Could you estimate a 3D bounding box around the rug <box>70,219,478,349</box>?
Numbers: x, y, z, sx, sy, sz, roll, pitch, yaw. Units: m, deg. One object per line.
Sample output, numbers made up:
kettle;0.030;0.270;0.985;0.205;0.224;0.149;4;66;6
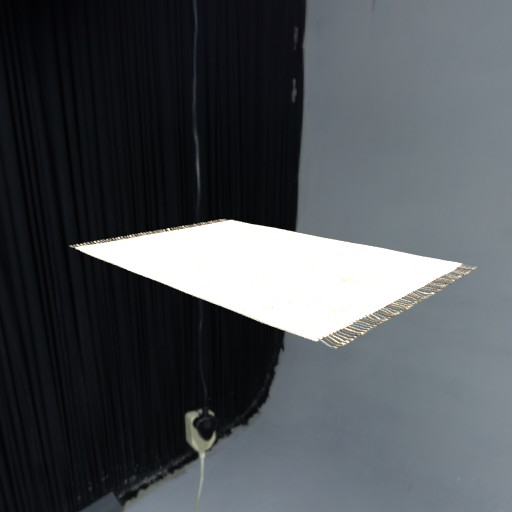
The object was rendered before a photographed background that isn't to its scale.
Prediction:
rug;0.000;0.000;2.369;1.861;0.017;1.218;14;21;42
